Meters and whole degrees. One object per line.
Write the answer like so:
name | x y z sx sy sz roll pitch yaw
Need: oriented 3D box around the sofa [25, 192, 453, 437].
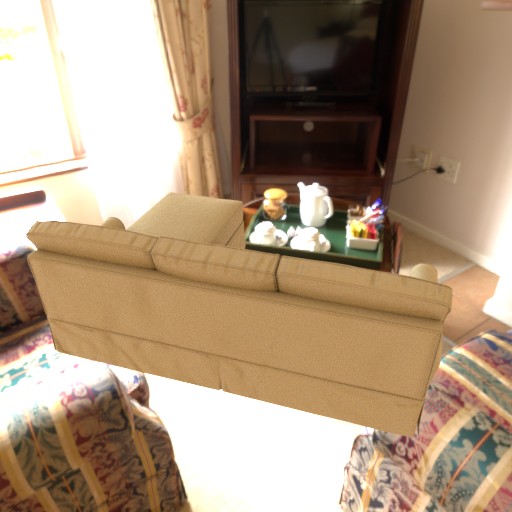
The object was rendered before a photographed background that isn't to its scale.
sofa | 0.000 0.000 3.221 2.475 0.978 1.733 9 33 14
